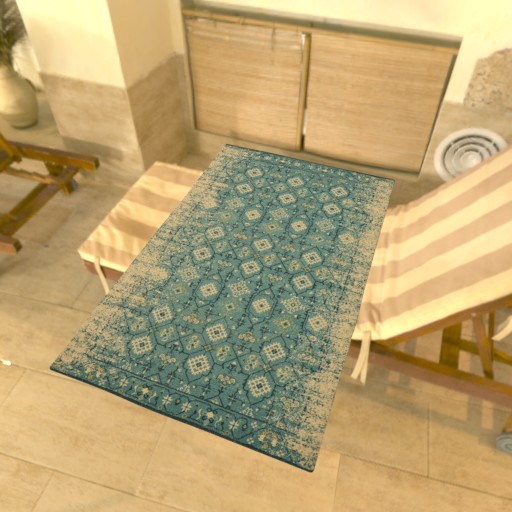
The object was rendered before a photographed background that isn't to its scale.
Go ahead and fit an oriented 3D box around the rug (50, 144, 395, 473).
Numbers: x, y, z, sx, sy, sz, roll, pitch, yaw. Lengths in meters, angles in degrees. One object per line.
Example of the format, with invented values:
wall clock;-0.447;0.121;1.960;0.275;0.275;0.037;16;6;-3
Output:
rug;0.000;0.000;3.052;1.530;0.015;2.449;16;48;14
